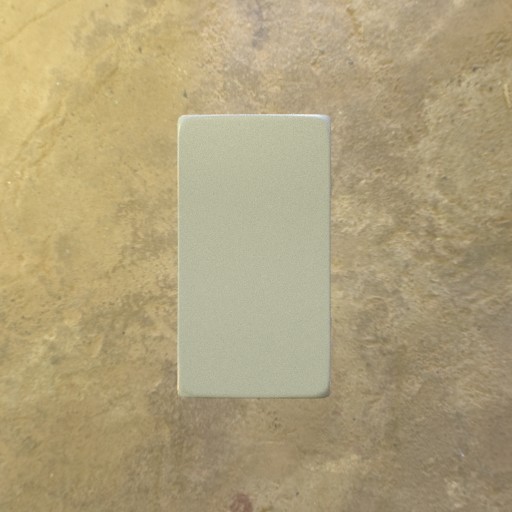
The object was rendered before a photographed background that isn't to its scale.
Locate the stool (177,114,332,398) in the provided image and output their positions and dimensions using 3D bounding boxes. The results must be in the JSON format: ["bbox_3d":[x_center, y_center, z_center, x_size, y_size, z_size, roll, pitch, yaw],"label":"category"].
[{"bbox_3d":[0.000,0.000,1.057,0.476,0.737,0.457,0,90,1],"label":"stool"}]
